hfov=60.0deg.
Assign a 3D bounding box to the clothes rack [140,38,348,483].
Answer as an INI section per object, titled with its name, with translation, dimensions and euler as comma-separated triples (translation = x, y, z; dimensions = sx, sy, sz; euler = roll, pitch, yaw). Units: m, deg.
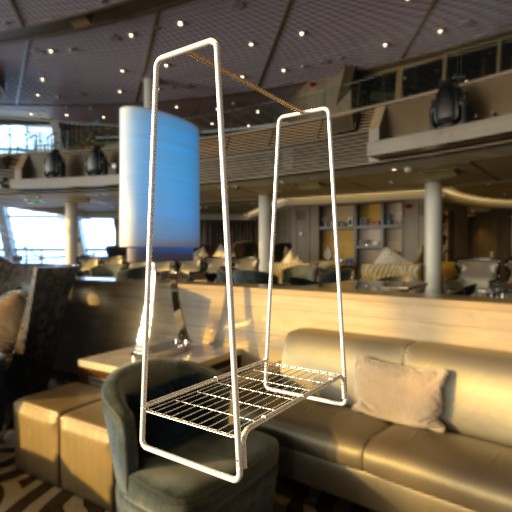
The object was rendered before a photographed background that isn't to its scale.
[clothes rack]
translation = 0.000, 0.000, 1.950
dimensions = 0.495, 1.500, 0.900
euler = 1, 1, 34
